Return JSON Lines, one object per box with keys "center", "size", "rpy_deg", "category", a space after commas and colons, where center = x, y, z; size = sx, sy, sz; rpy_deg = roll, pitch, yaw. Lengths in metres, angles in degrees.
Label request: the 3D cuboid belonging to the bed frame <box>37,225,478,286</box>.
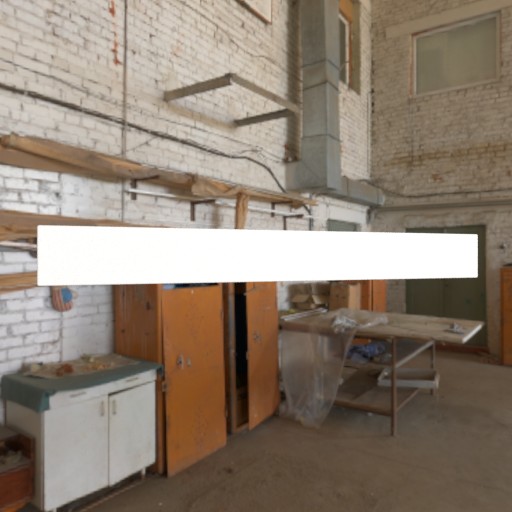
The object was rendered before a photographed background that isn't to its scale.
{"center": [0.000, 0.000, 1.551], "size": [1.300, 0.141, 0.670], "rpy_deg": [0, 0, -19], "category": "bed frame"}
